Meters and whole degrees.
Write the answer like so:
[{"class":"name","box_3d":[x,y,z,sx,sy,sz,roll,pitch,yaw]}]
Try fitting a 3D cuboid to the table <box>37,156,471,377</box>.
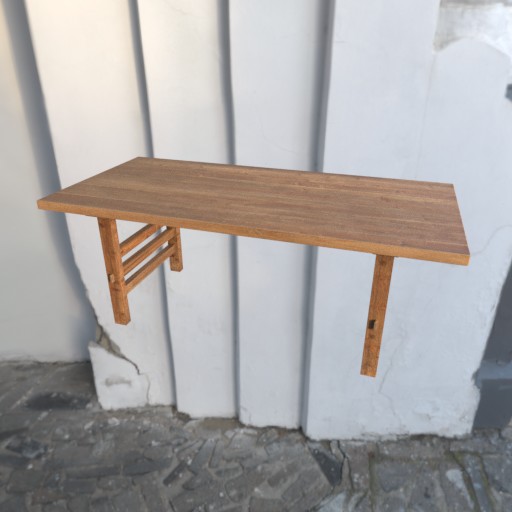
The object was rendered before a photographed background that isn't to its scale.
[{"class":"table","box_3d":[0.000,0.000,2.512,2.003,0.760,0.952,8,28,16]}]
